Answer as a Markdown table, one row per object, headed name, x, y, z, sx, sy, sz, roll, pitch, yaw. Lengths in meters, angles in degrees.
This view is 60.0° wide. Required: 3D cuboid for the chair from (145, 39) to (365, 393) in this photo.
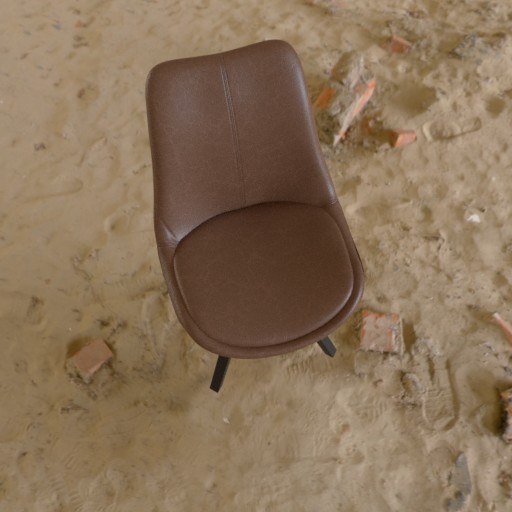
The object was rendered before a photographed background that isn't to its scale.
| name | x | y | z | sx | sy | sz | roll | pitch | yaw |
| --- | --- | --- | --- | --- | --- | --- | --- | --- | --- |
| chair | 0.000 | 0.000 | 1.158 | 0.475 | 0.850 | 0.550 | -15 | 64 | -7 |
